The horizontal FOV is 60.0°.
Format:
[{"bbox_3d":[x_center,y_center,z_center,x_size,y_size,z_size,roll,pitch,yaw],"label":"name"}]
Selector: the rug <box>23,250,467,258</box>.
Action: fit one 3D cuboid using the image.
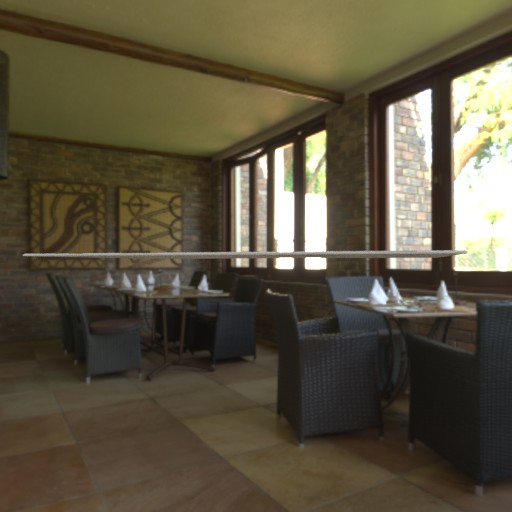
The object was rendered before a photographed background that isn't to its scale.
[{"bbox_3d":[0.000,0.000,2.850,2.275,0.014,1.514,0,-1,18],"label":"rug"}]
